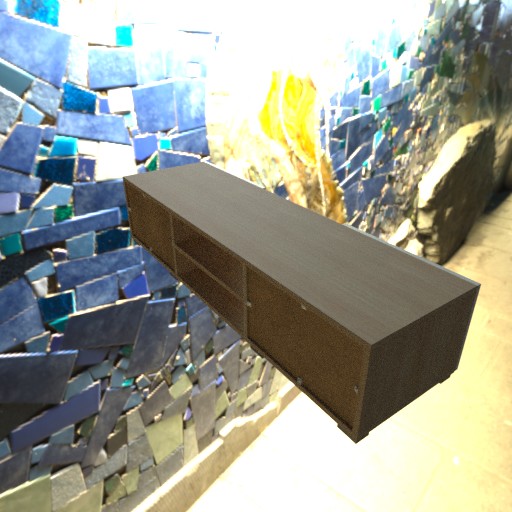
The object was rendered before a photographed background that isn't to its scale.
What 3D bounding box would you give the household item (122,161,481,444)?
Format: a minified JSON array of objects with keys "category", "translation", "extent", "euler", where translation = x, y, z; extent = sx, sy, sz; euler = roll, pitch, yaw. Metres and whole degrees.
[{"category":"household item","translation":[0.000,0.000,1.603],"extent":[0.420,0.310,1.400],"euler":[-19,33,-31]}]
